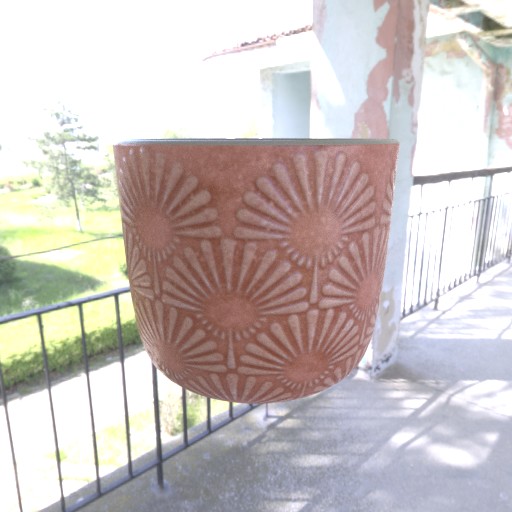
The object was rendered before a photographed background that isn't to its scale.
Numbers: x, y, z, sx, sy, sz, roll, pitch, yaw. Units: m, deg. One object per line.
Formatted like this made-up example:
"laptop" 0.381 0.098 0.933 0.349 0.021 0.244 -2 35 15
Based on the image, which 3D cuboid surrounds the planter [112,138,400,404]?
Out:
"planter" 0.000 0.000 0.214 0.124 0.109 0.124 0 15 0
